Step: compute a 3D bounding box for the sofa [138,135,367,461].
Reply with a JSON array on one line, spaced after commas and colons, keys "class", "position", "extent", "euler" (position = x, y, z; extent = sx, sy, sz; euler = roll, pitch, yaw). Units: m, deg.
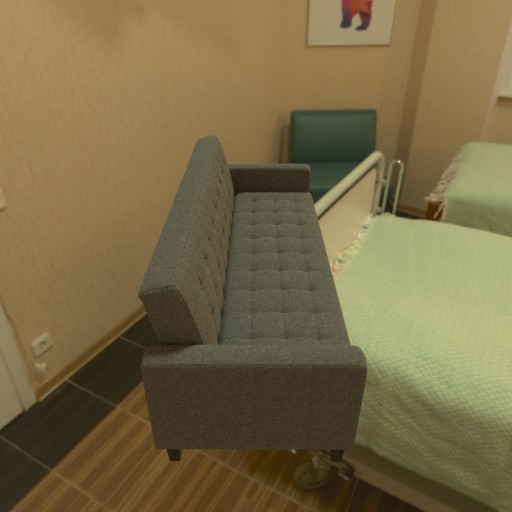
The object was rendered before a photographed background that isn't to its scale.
[{"class": "sofa", "position": [0.000, 0.000, 2.462], "extent": [0.810, 0.850, 2.040], "euler": [0, 31, 0]}]
